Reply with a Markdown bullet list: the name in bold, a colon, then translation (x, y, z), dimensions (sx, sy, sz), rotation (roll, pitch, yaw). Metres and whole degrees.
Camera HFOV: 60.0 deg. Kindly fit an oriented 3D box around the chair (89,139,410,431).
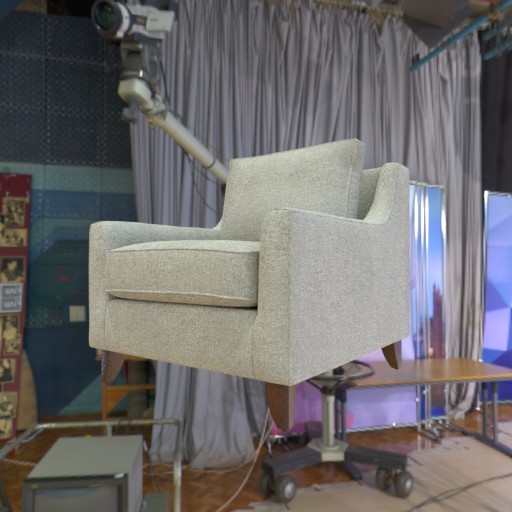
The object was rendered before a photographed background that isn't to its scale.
- **chair**: translation (0.000, 0.000, 1.597), dimensions (0.838, 0.864, 0.918), rotation (0, -1, 36)
